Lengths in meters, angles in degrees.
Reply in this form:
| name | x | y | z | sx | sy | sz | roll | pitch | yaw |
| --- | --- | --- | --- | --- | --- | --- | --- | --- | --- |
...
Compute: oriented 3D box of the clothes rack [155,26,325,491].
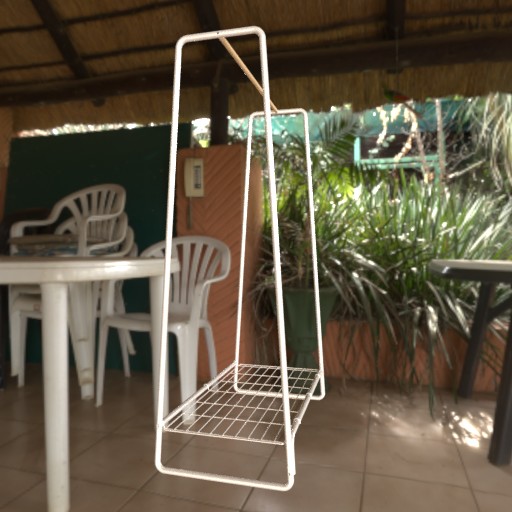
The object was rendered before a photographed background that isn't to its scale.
| name | x | y | z | sx | sy | sz | roll | pitch | yaw |
| --- | --- | --- | --- | --- | --- | --- | --- | --- | --- |
| clothes rack | 0.000 | 0.000 | 1.899 | 0.495 | 1.500 | 0.900 | 0 | 1 | 15 |
